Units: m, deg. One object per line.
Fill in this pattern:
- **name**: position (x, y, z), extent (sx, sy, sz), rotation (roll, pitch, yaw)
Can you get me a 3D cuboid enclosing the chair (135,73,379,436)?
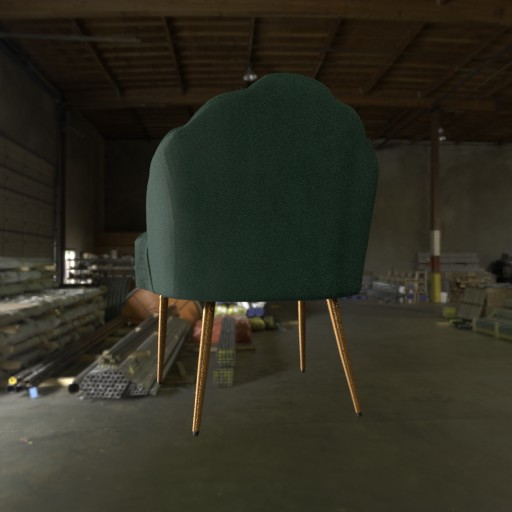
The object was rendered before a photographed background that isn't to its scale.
- **chair**: position (0.000, 0.000, 1.271), extent (0.657, 0.819, 0.599), rotation (0, -1, -17)
